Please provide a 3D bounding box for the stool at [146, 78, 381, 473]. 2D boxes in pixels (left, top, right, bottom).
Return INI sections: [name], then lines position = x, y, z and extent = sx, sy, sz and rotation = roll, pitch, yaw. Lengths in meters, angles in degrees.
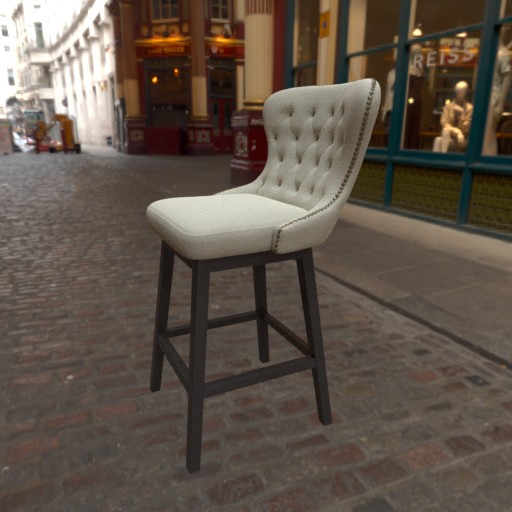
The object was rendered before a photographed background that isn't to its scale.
[stool]
position = 0.000, 0.000, 1.303
extent = 0.593, 0.971, 0.528
rotation = -8, 19, -25
